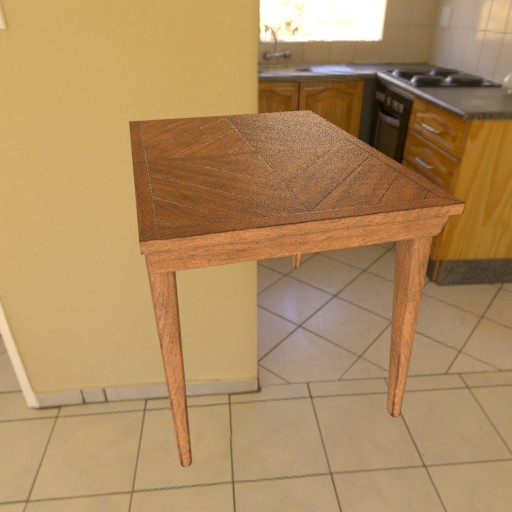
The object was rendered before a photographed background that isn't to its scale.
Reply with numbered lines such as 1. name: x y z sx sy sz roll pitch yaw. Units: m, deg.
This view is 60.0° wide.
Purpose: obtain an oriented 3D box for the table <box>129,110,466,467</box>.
1. table: 0.000 0.000 1.588 0.757 0.760 1.027 -8 31 -13
